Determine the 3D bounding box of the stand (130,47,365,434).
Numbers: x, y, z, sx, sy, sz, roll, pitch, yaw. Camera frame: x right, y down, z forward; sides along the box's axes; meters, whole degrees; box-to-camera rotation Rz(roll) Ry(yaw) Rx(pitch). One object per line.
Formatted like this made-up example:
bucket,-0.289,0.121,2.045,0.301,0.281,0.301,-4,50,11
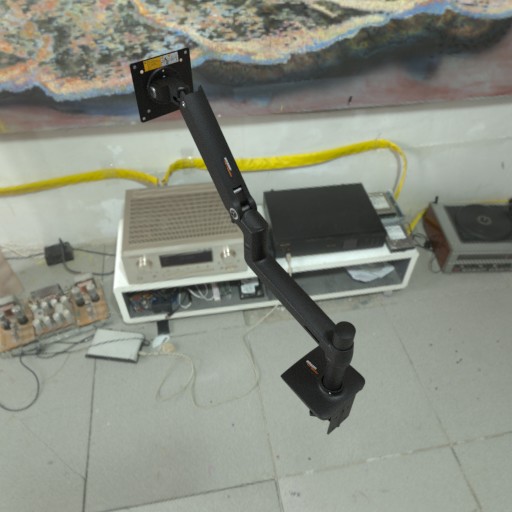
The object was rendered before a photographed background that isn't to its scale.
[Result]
stand,0.000,0.000,1.026,0.152,0.713,0.650,-31,53,-26
